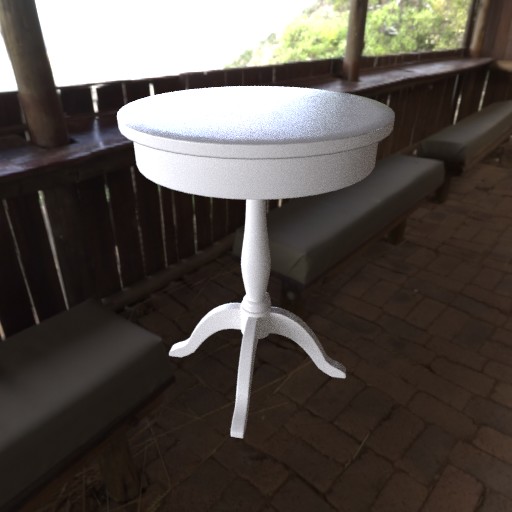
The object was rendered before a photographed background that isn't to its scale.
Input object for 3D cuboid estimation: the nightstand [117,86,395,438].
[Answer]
[{"bbox_3d":[0.000,0.000,1.007,0.513,0.653,0.513,10,31,17],"label":"nightstand"}]
